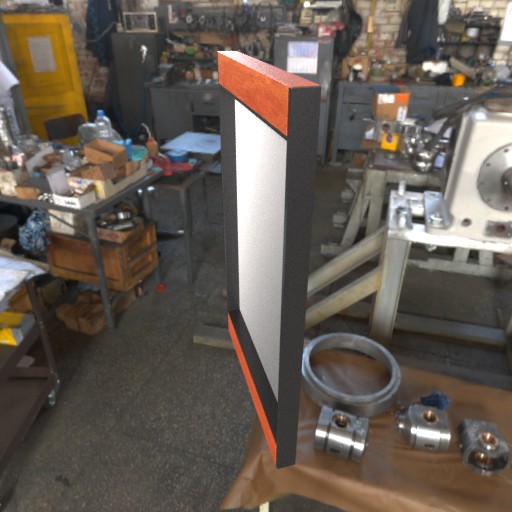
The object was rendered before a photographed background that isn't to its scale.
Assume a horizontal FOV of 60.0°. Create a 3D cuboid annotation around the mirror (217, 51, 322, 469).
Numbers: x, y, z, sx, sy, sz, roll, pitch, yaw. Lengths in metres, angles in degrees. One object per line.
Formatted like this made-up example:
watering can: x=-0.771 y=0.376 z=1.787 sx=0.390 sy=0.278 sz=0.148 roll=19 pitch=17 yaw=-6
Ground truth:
mirror: x=0.000 y=0.000 z=1.029 sx=0.047 sy=0.823 sz=0.525 roll=-8 pitch=31 yaw=-13
